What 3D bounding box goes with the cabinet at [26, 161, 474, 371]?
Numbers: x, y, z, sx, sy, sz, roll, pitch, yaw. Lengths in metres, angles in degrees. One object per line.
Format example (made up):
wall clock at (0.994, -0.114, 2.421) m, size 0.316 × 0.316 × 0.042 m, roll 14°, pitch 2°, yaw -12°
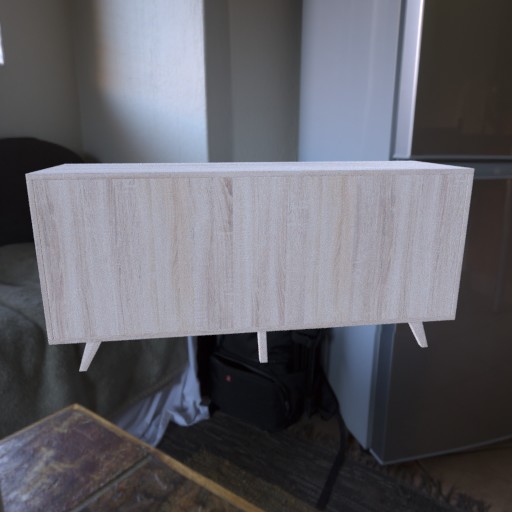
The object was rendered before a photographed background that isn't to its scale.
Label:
cabinet at (0.000, 0.000, 1.957) m, size 1.650 × 0.780 × 0.500 m, roll -2°, pitch 16°, yaw -8°
